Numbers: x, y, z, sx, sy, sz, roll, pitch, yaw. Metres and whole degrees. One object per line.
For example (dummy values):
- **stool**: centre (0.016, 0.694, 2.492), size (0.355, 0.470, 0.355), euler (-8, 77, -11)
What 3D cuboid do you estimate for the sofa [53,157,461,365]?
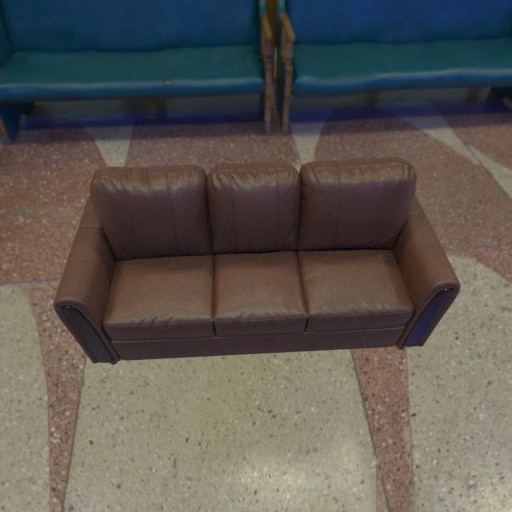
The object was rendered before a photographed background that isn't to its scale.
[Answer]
- **sofa**: centre (0.000, 0.000, 2.355), size (1.862, 0.915, 0.802), euler (-2, 46, -2)
